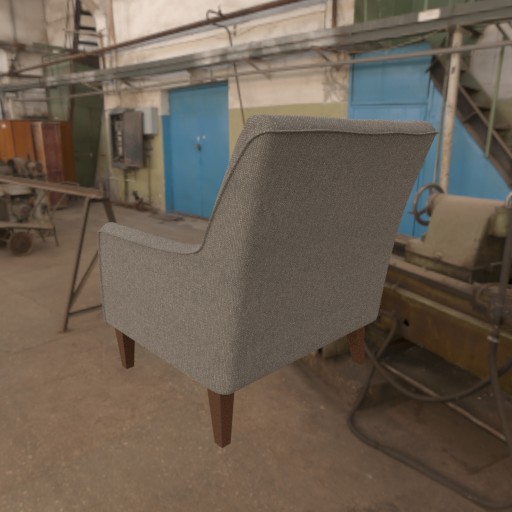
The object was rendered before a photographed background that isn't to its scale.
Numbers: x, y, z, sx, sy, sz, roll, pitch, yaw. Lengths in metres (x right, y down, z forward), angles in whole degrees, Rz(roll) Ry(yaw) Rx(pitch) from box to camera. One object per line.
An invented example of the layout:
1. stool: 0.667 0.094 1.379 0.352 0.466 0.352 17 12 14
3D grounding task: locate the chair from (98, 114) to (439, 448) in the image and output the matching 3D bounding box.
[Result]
1. chair: 0.000 0.000 1.576 0.780 0.919 0.899 -14 21 -41
